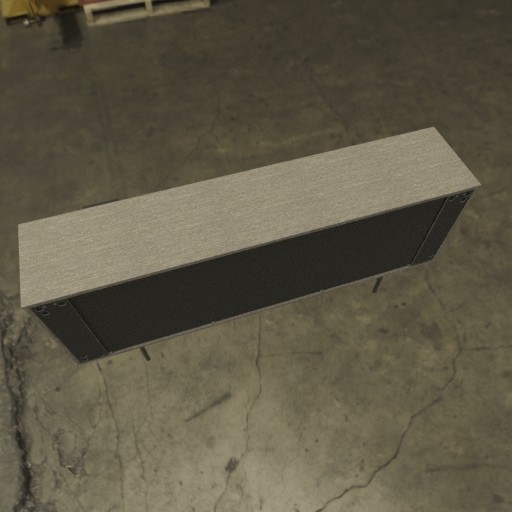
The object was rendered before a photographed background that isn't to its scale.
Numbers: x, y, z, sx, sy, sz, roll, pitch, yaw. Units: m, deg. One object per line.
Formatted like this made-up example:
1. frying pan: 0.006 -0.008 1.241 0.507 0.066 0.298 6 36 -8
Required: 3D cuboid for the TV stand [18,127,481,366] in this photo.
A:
1. TV stand: 0.000 0.000 2.088 1.804 0.787 0.405 -15 58 -10
